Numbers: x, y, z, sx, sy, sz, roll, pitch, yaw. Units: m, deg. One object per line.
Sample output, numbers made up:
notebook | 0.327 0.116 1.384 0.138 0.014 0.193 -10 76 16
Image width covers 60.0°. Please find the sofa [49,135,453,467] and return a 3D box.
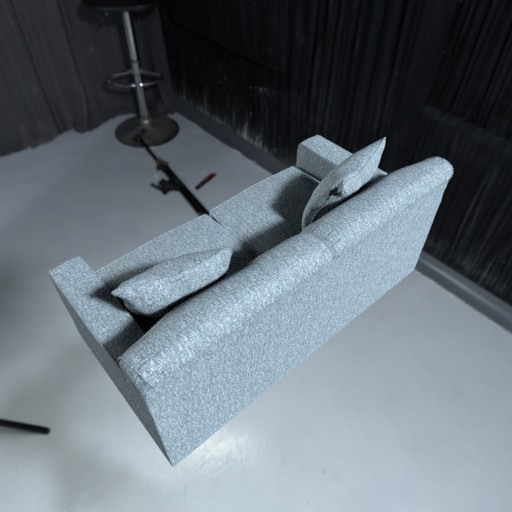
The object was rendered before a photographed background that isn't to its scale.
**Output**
sofa | 0.000 0.000 2.384 1.846 0.958 0.998 -32 54 -27
